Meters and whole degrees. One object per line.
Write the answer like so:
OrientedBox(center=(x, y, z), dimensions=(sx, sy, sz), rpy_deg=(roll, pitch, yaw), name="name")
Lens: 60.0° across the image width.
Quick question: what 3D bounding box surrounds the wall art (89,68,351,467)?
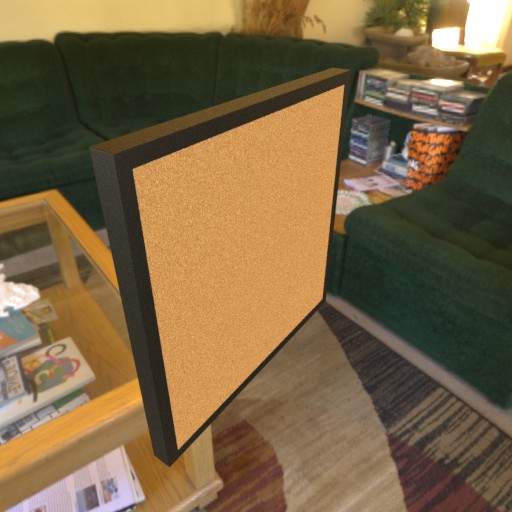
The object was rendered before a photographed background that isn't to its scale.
OrientedBox(center=(0.000, 0.000, 0.734), dimensions=(0.036, 0.508, 0.508), rpy_deg=(22, 39, 29), name="wall art")
